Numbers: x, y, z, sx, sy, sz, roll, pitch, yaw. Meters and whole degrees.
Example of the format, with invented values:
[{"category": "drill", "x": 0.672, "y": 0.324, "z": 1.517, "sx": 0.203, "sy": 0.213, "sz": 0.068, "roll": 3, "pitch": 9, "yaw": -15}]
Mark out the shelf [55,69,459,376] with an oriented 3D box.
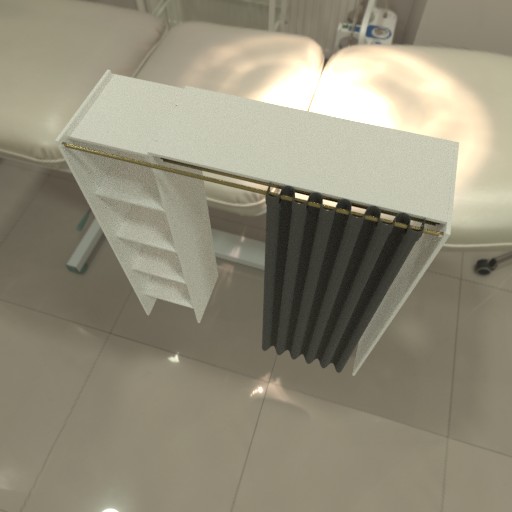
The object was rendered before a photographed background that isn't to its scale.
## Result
[{"category": "shelf", "x": 0.000, "y": 0.000, "z": 2.598, "sx": 1.600, "sy": 1.810, "sz": 0.500, "roll": 15, "pitch": 60, "yaw": 9}]
